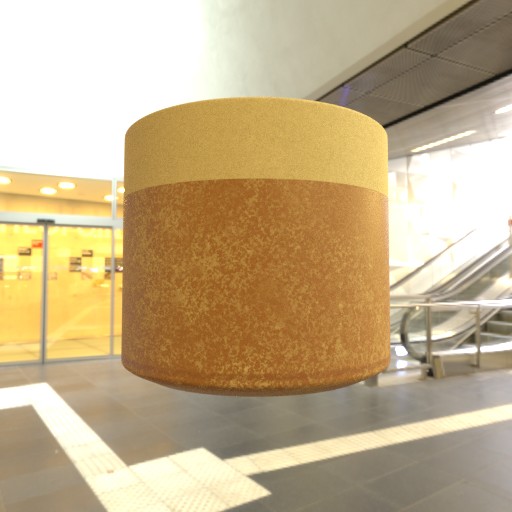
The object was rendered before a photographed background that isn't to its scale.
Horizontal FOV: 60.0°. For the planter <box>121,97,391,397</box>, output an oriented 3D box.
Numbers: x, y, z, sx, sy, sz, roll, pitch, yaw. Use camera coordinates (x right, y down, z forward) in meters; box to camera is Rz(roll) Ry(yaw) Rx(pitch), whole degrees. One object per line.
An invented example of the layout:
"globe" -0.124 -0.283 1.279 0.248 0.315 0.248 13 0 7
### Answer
"planter" 0.000 0.000 0.275 0.159 0.138 0.159 0 -3 0
